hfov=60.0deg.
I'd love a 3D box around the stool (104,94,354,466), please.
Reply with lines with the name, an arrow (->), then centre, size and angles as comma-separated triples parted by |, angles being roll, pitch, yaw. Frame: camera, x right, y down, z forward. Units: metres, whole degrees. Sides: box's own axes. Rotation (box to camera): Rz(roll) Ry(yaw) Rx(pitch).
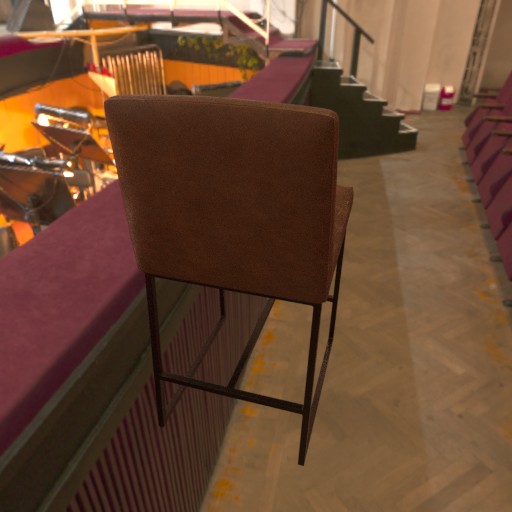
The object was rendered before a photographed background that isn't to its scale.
stool -> 0.000, 0.000, 1.231 | 0.463, 0.942, 0.562 | 9, 32, 15
